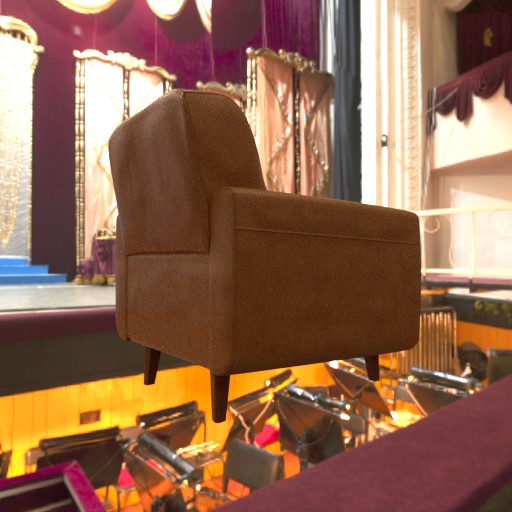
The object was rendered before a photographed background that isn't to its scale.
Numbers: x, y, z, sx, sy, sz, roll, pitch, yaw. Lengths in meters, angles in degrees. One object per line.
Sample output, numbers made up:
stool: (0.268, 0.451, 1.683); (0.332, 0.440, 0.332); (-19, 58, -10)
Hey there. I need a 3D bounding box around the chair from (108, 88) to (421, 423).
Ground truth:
chair: (0.000, 0.000, 1.685); (0.942, 0.968, 0.845); (0, -1, -38)
